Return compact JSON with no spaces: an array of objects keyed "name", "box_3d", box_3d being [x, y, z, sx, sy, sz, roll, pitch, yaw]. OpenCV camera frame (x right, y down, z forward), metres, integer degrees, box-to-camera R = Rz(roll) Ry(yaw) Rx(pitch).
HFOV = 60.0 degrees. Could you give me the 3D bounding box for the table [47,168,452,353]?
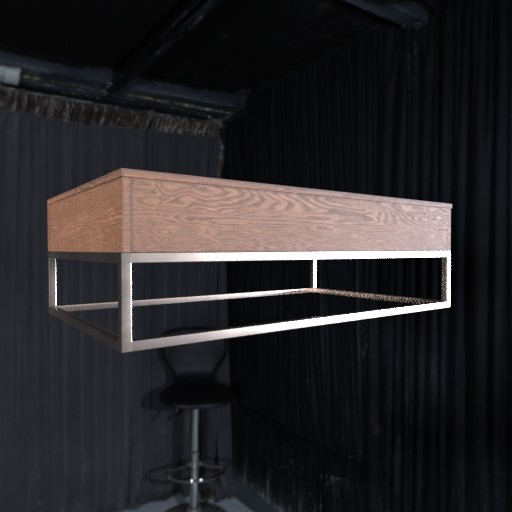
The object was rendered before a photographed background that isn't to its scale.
[{"name":"table","box_3d":[0.000,0.000,1.494,1.167,0.361,0.719,-1,1,-36]}]
